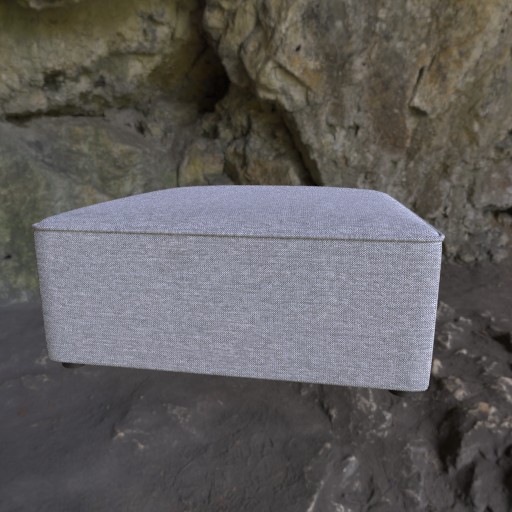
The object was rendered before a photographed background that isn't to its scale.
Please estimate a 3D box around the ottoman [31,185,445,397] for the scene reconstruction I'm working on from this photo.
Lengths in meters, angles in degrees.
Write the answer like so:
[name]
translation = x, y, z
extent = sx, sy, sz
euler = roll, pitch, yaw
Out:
[ottoman]
translation = 0.000, 0.000, 1.541
extent = 1.005, 0.455, 1.005
euler = 2, 13, 9
